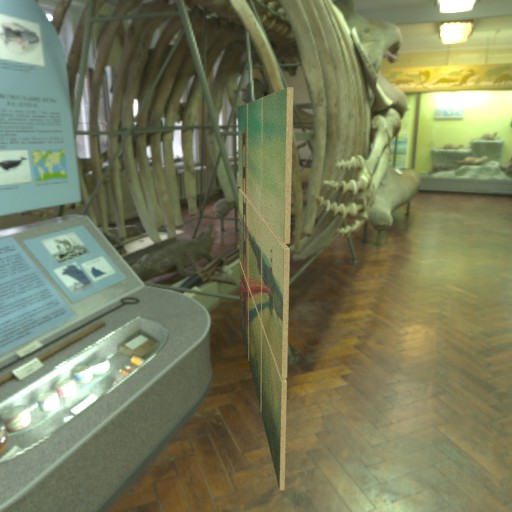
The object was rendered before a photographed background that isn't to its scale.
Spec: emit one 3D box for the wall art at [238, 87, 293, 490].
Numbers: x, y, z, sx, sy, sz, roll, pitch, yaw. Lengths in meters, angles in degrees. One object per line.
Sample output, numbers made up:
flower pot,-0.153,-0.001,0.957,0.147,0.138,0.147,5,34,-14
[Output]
wall art,0.000,0.000,1.825,0.016,1.207,1.217,-2,17,-8
